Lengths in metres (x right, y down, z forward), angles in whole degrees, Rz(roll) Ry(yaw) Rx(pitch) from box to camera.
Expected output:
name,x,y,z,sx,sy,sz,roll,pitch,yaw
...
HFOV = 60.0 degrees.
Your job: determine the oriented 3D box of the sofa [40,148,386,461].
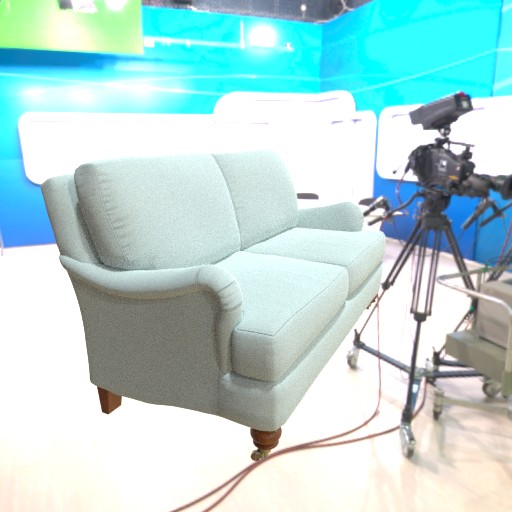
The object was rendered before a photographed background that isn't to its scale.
name,x,y,z,sx,sy,sz,roll,pitch,yaw
sofa,0.000,0.000,2.422,1.084,1.101,1.853,8,17,26
